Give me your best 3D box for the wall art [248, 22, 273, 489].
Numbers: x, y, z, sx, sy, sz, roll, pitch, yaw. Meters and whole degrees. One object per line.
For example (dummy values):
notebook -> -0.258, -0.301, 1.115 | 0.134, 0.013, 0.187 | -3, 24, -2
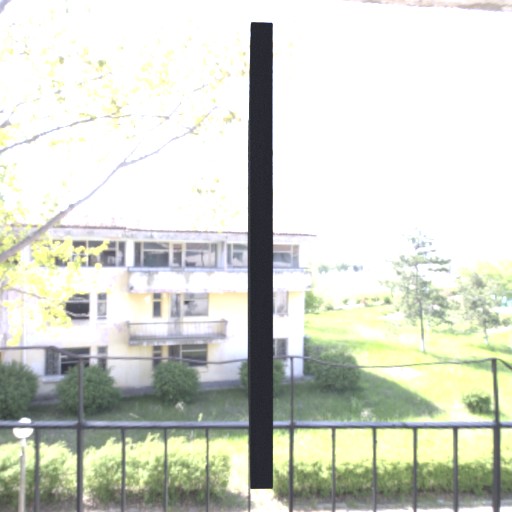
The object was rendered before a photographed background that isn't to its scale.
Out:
wall art -> 0.000, 0.000, 0.439 | 0.015, 0.303, 0.304 | 0, 0, -1
